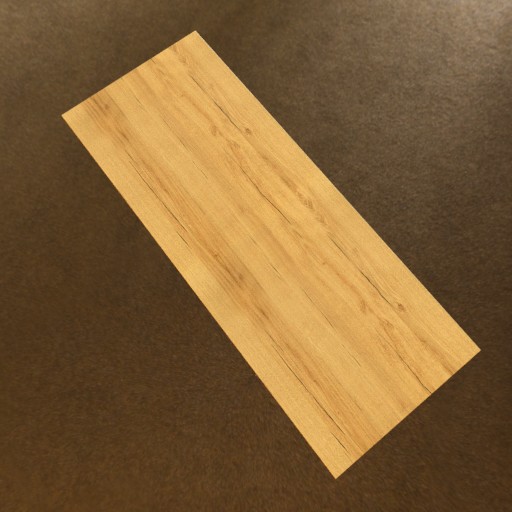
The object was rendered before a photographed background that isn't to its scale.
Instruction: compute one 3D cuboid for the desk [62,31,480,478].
[{"bbox_3d":[0.000,0.000,1.743,0.550,0.760,1.400,-37,78,-9],"label":"desk"}]
